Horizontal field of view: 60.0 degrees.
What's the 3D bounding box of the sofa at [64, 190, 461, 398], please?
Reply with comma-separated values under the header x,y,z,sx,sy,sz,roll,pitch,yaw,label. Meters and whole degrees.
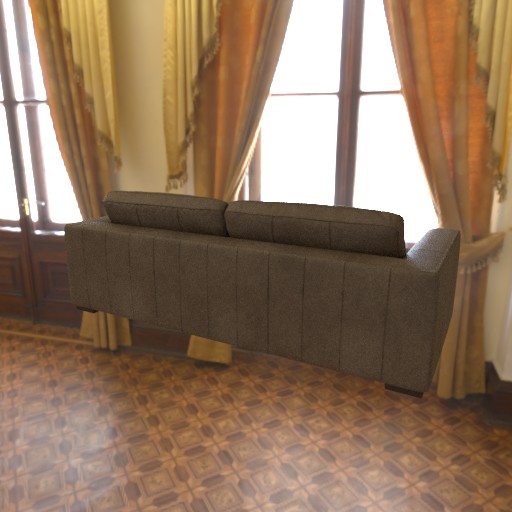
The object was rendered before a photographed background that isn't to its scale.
x,y,z,sx,sy,sz,roll,pitch,yaw,label
0.000,0.000,2.780,2.262,0.801,1.070,8,17,28,sofa
